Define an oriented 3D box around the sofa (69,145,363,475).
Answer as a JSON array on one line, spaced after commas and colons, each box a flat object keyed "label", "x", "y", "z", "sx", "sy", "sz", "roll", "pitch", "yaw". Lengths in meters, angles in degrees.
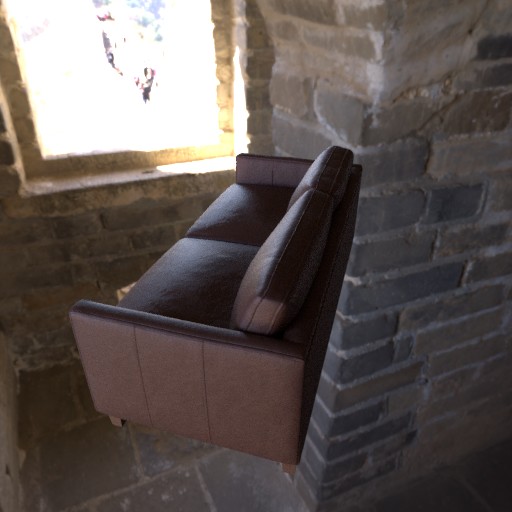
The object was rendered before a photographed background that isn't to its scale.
[{"label": "sofa", "x": 0.000, "y": 0.000, "z": 2.426, "sx": 0.923, "sy": 0.863, "sz": 1.971, "roll": 9, "pitch": 32, "yaw": 14}]
